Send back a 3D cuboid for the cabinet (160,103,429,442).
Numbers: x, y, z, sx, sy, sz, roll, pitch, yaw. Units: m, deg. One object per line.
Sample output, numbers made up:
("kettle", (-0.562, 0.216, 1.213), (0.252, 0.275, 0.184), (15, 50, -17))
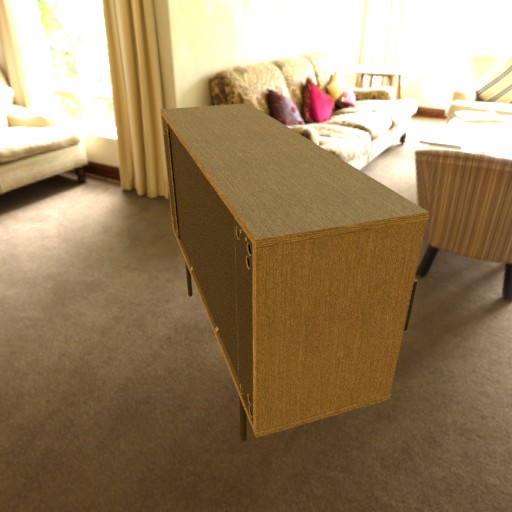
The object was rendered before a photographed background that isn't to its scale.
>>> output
("cabinet", (0.000, 0.000, 1.540), (0.405, 0.787, 1.194), (-10, 31, -16))
